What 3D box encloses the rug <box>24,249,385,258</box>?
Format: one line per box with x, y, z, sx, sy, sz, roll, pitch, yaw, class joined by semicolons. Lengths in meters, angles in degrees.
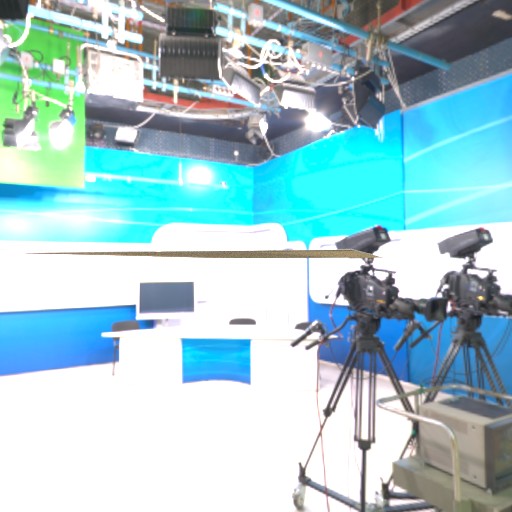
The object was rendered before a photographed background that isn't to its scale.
0.000;0.000;2.333;1.219;0.005;1.828;0;-1;19;rug
